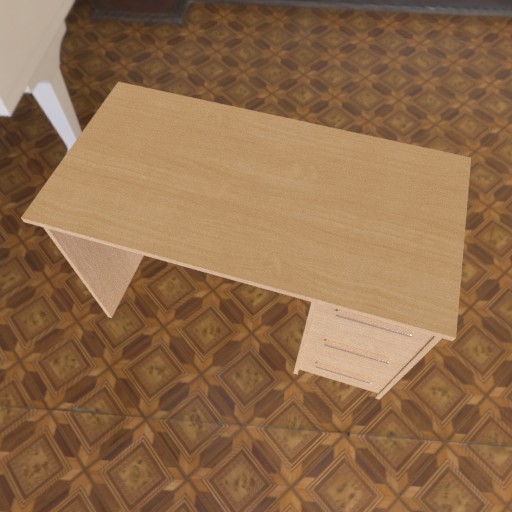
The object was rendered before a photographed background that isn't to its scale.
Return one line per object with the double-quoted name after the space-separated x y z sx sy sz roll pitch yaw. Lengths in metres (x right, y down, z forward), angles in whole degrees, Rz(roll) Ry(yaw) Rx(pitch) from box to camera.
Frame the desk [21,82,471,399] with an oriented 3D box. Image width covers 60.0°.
0.000 0.000 1.512 1.097 0.735 0.560 15 60 9 "desk"
